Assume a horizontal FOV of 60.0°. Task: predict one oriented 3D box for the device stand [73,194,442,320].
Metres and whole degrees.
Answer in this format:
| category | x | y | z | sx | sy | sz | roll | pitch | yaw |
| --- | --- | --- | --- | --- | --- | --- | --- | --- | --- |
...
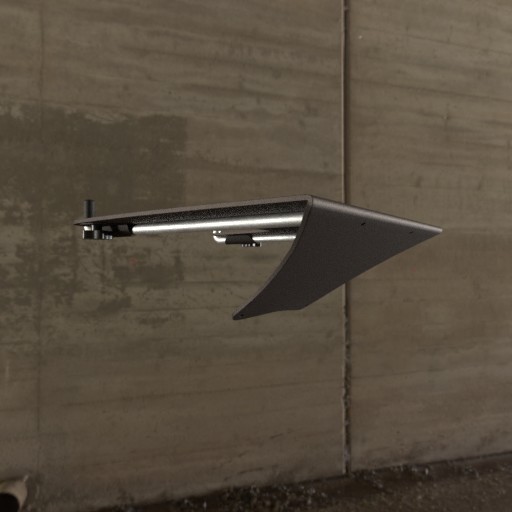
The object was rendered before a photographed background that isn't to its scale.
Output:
| category | x | y | z | sx | sy | sz | roll | pitch | yaw |
| --- | --- | --- | --- | --- | --- | --- | --- | --- | --- |
| device stand | 0.000 | 0.000 | 0.357 | 0.230 | 0.092 | 0.230 | -1 | -1 | 36 |
